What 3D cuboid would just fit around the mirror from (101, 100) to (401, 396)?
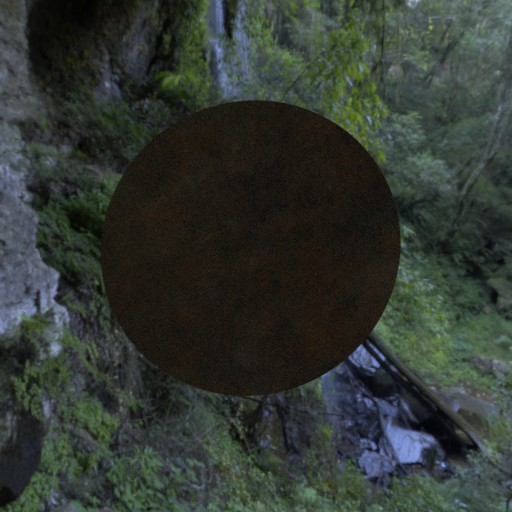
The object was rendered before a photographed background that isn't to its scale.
[{"bbox_3d":[0.000,0.000,0.886,0.585,0.585,0.061,-2,14,-9],"label":"mirror"}]
